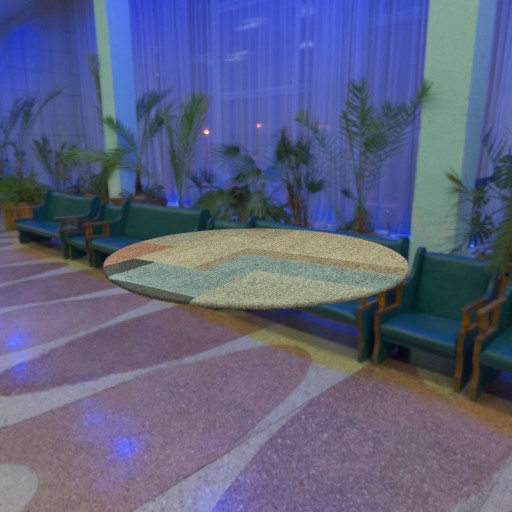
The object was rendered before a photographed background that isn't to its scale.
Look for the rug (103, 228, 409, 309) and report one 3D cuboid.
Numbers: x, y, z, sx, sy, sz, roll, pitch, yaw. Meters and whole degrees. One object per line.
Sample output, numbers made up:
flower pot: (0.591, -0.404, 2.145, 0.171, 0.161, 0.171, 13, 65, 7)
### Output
rug: (0.000, 0.000, 3.750, 2.461, 0.033, 2.461, 0, 14, 0)
